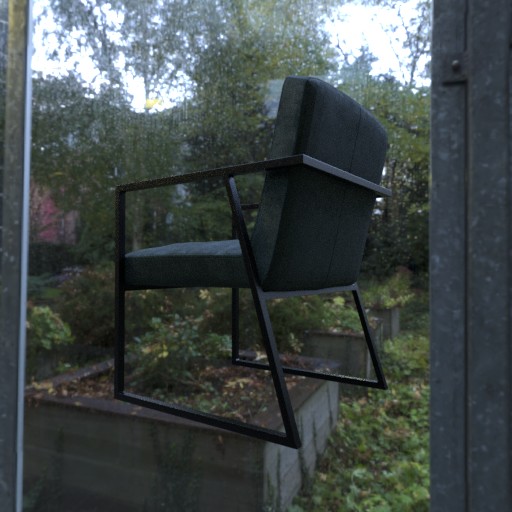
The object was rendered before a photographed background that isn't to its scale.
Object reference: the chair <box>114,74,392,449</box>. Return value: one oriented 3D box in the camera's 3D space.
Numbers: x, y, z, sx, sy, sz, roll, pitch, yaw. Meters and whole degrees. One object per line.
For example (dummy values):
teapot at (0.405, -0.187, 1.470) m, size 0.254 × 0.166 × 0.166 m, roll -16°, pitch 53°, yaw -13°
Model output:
chair at (0.000, 0.000, 1.352) m, size 0.677 × 0.833 × 0.571 m, roll -1°, pitch -2°, yaw 36°
